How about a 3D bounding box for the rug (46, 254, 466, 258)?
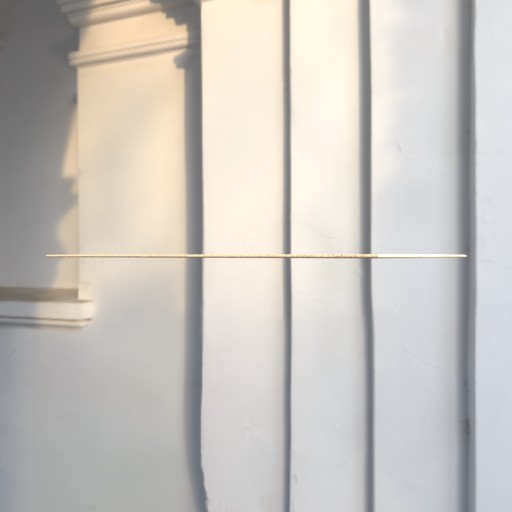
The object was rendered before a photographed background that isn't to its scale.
[{"bbox_3d":[0.000,0.000,2.760,2.132,0.015,1.526,0,0,36],"label":"rug"}]
